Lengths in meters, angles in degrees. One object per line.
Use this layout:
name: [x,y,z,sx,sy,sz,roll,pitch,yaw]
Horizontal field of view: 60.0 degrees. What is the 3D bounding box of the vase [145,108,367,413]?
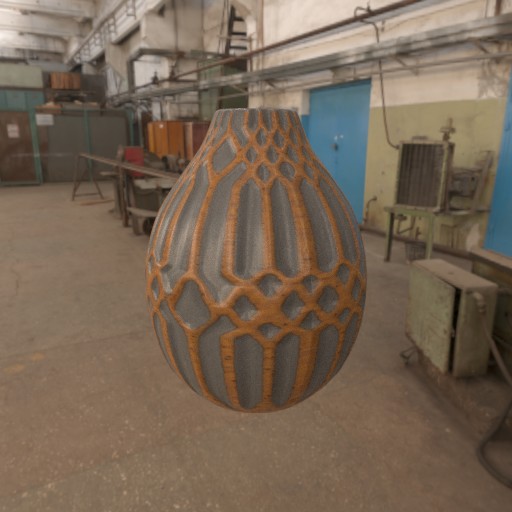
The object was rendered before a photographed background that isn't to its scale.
vase: [0.000,0.000,0.140,0.069,0.088,0.069,0,16,0]
